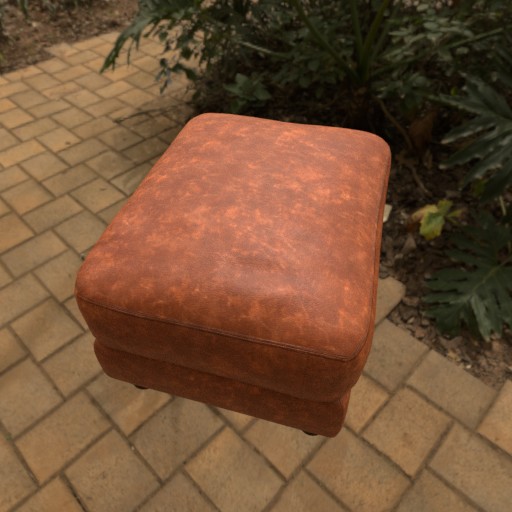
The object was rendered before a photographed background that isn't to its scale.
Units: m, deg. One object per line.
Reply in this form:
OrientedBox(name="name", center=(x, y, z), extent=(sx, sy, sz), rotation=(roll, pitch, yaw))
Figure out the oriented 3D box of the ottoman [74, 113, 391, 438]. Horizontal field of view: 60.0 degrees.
OrientedBox(name="ottoman", center=(0.000, 0.000, 1.263), extent=(0.657, 0.562, 0.832), rotation=(11, 47, 11))
